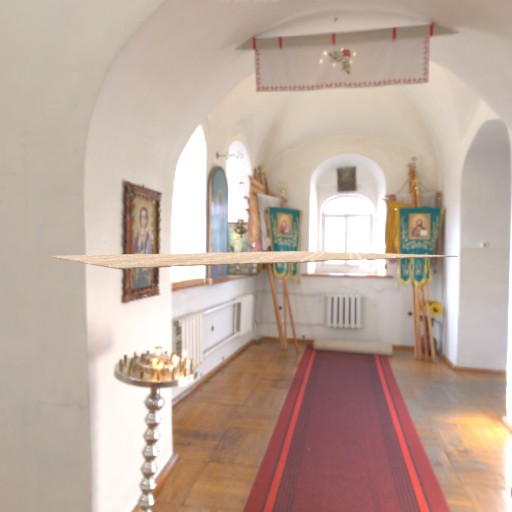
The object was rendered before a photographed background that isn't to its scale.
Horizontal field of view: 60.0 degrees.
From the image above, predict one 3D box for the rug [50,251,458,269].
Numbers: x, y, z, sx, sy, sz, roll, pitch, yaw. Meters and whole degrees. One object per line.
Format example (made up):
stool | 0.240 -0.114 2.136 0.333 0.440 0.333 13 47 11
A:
rug | 0.000 0.000 2.246 1.745 0.010 1.146 -1 2 -34
